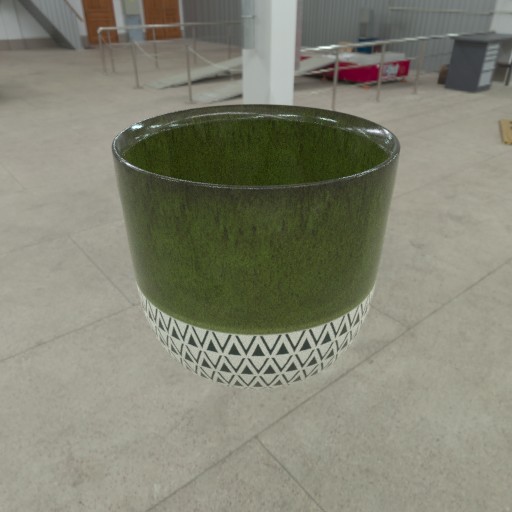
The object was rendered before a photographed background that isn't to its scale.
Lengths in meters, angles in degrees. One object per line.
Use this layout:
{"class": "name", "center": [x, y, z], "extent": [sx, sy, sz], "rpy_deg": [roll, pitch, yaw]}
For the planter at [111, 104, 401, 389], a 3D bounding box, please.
{"class": "planter", "center": [0.000, 0.000, 0.491], "extent": [0.266, 0.270, 0.266], "rpy_deg": [0, 31, 0]}
